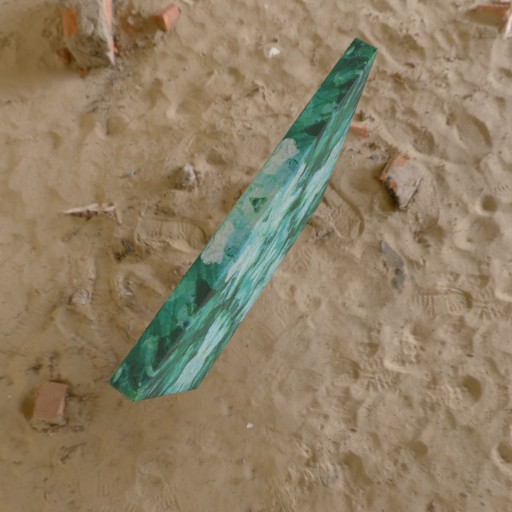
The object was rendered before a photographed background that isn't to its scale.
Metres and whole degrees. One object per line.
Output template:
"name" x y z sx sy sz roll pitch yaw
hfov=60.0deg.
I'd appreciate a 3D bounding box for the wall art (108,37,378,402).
"wall art" 0.000 0.000 0.747 0.038 0.508 0.507 32 77 8
